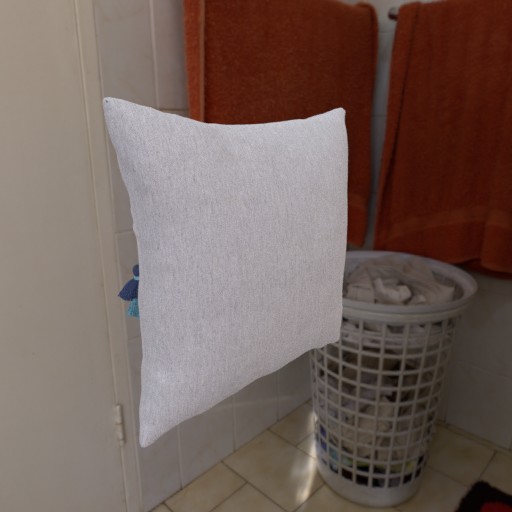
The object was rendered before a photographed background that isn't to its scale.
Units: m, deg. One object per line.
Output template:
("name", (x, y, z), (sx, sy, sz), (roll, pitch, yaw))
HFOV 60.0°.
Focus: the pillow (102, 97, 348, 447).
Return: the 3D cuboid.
("pillow", (0.000, 0.000, 0.670), (0.433, 0.436, 0.173), (-15, 22, -42))
